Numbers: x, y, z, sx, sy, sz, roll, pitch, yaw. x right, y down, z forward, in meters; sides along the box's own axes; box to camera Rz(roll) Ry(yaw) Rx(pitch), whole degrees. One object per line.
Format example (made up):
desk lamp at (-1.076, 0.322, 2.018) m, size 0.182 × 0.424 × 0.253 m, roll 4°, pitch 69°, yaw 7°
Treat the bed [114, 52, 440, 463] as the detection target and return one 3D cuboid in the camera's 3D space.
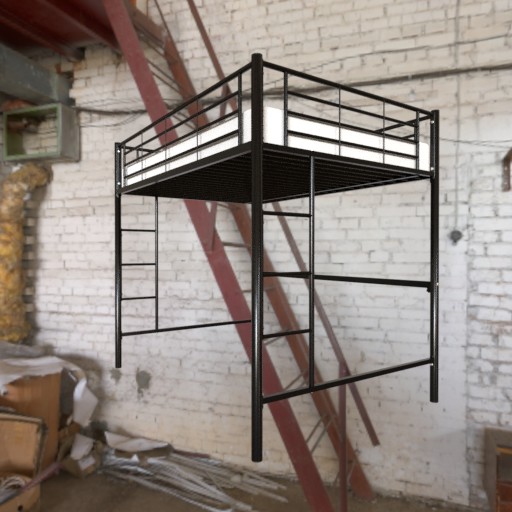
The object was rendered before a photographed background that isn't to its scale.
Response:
bed at (0.000, 0.000, 3.152) m, size 1.397 × 1.803 × 1.994 m, roll 0°, pitch 1°, yaw -35°
